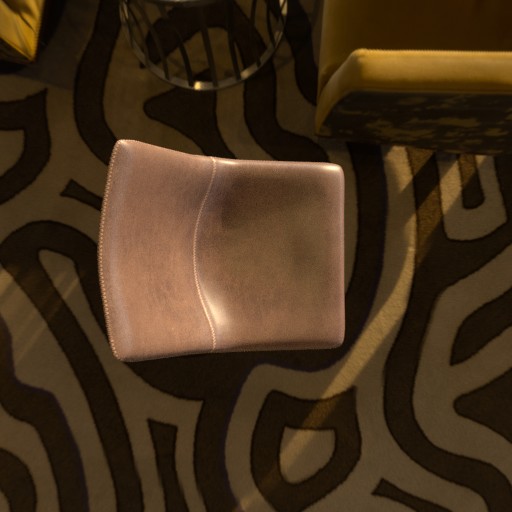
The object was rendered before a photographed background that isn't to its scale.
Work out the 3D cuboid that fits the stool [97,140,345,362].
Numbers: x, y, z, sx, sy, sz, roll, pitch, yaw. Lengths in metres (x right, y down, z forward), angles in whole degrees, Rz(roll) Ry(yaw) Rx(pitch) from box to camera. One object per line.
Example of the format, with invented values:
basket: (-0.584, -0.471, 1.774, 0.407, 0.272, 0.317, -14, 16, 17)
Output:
stool: (0.000, 0.000, 1.192, 0.550, 0.890, 0.460, 0, 89, -1)
